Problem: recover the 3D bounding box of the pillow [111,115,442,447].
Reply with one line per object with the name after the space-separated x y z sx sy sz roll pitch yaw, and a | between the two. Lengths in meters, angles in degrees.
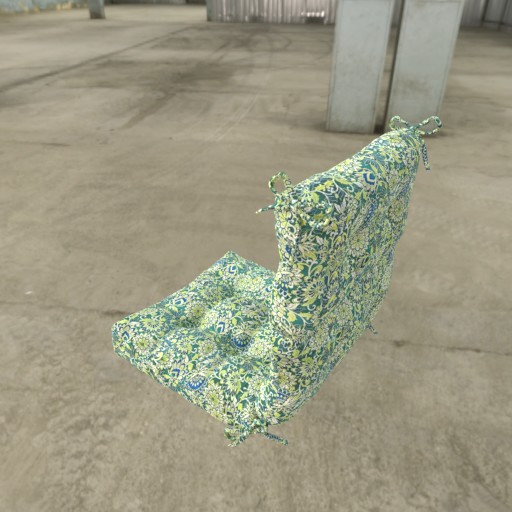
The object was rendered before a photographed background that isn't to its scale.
0.000 0.000 0.994 0.571 0.605 0.519 21 37 30 | pillow
